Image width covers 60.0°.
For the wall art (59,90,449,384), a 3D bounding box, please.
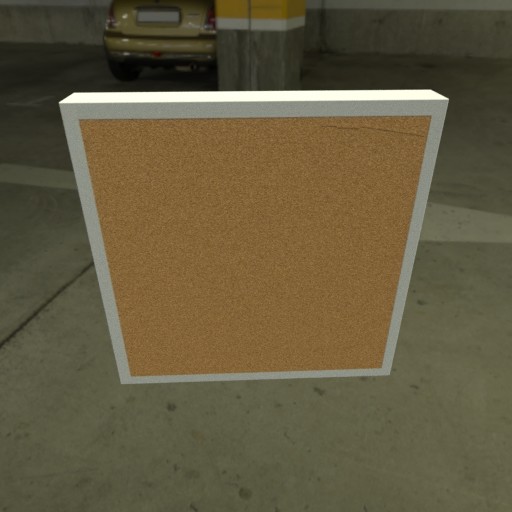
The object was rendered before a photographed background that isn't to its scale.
[{"bbox_3d":[0.000,0.000,0.440,0.305,0.305,0.038,-1,31,-2],"label":"wall art"}]
